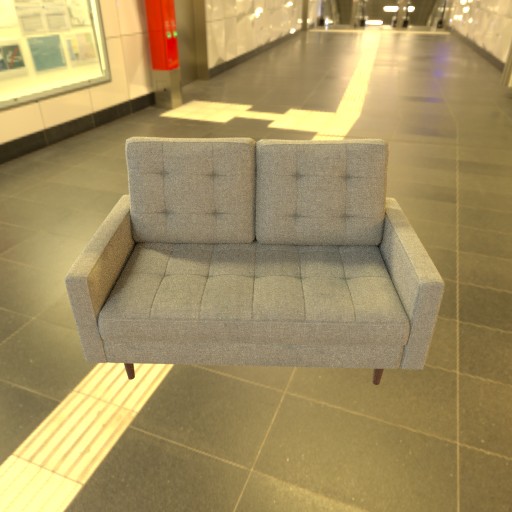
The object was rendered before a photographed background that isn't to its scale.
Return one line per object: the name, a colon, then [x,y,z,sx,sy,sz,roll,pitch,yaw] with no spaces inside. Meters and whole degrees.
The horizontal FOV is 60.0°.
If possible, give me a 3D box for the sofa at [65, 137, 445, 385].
sofa: [0.000,0.000,1.998,1.407,0.907,0.842,1,31,1]
